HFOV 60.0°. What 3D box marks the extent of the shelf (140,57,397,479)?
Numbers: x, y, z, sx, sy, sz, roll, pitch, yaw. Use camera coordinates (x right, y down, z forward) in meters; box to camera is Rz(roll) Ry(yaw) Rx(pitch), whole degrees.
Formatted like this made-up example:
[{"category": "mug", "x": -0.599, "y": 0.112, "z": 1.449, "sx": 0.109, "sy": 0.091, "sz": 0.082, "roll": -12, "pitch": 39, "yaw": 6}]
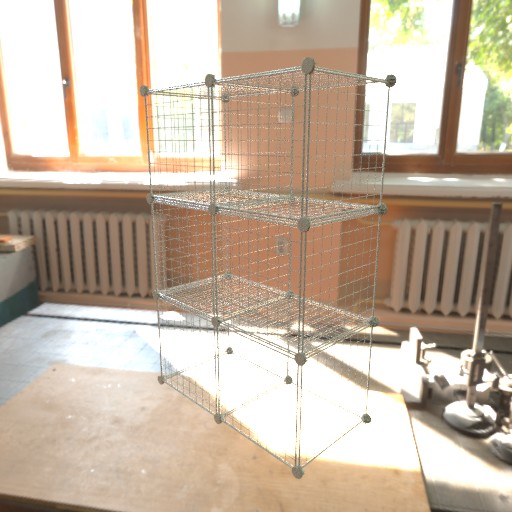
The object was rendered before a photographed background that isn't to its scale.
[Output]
[{"category": "shelf", "x": 0.000, "y": 0.000, "z": 1.435, "sx": 0.356, "sy": 1.067, "sz": 0.711, "roll": -14, "pitch": 20, "yaw": -43}]
